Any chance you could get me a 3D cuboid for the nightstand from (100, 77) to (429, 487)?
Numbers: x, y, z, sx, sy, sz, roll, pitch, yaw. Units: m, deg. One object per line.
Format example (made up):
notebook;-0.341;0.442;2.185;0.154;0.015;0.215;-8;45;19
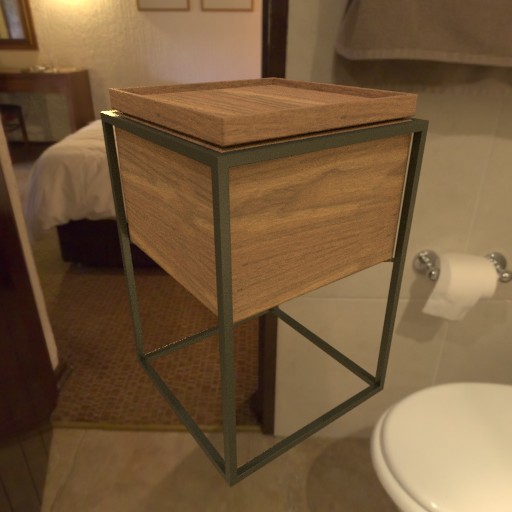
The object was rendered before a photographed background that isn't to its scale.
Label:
nightstand;0.000;0.000;0.866;0.397;0.607;0.397;-18;32;-32
